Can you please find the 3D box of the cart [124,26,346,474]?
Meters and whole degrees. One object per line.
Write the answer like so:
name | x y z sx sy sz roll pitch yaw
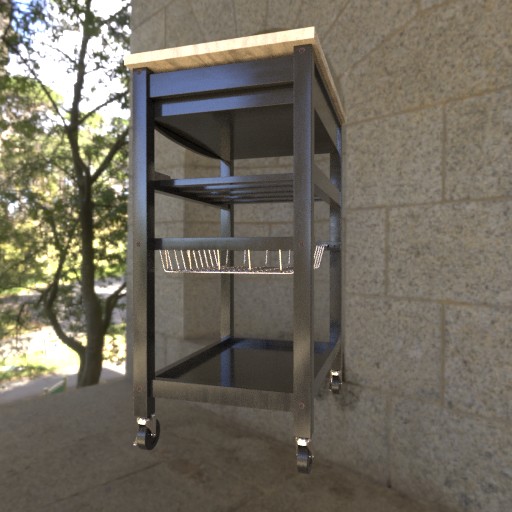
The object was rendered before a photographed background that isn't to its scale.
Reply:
cart | 0.000 0.000 1.145 0.403 0.839 0.584 0 1 17
